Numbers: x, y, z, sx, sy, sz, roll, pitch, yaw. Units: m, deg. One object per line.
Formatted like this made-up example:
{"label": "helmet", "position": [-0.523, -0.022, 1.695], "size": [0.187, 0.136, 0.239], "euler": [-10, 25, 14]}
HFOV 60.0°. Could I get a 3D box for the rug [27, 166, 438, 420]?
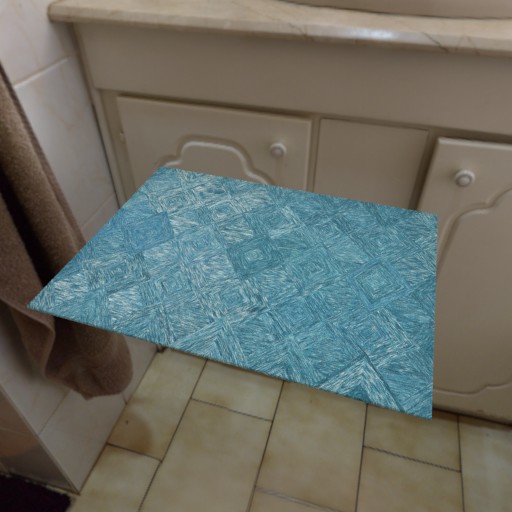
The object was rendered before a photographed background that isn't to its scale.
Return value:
{"label": "rug", "position": [0.000, 0.000, 4.156], "size": [3.217, 0.027, 2.405], "euler": [12, 43, 13]}
